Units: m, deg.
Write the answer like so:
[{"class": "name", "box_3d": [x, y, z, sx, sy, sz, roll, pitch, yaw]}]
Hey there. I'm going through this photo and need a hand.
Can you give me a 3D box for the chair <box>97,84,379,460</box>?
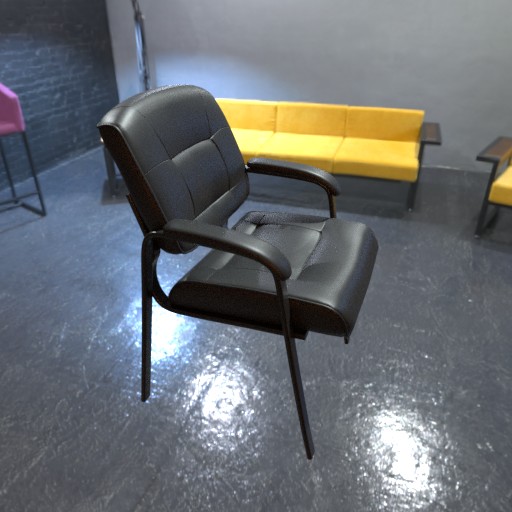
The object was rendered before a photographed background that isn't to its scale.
[{"class": "chair", "box_3d": [0.000, 0.000, 1.315, 0.668, 0.910, 0.591, 11, 32, 18]}]
